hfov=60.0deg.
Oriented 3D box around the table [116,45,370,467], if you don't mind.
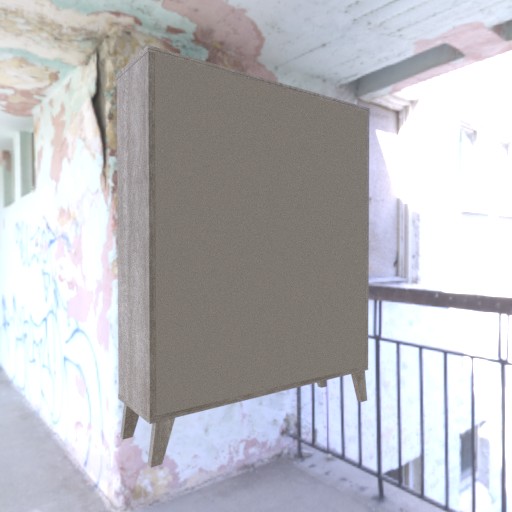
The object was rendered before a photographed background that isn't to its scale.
[{"bbox_3d":[0.000,0.000,1.559,0.902,1.135,0.256,-1,1,-36],"label":"table"}]
